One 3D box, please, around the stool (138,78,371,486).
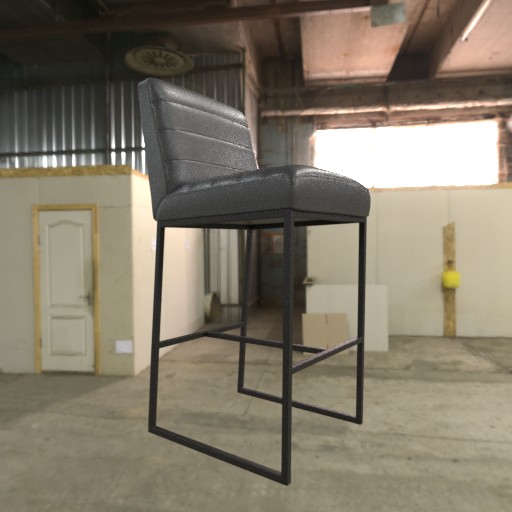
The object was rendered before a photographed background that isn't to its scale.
[{"bbox_3d":[0.000,0.000,1.328,0.552,1.040,0.457,2,3,36],"label":"stool"}]
